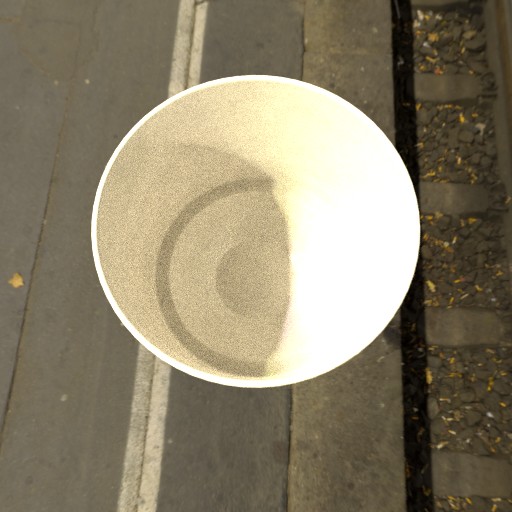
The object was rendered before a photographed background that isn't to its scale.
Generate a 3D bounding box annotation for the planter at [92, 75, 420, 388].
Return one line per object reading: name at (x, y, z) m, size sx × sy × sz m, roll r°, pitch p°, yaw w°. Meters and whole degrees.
planter at (0.000, 0.000, 0.452) m, size 0.250 × 0.239 × 0.250 m, roll 0°, pitch 75°, yaw 0°
